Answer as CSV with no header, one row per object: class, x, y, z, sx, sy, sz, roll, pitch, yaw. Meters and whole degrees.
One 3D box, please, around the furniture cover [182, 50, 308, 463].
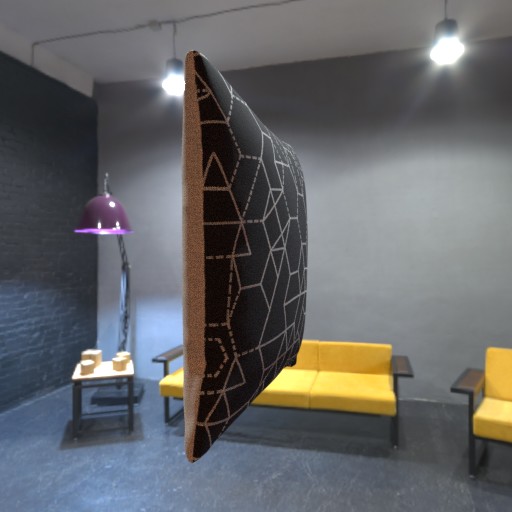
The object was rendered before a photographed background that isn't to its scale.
furniture cover,0.000,0.000,0.786,0.158,0.508,0.517,0,0,18
